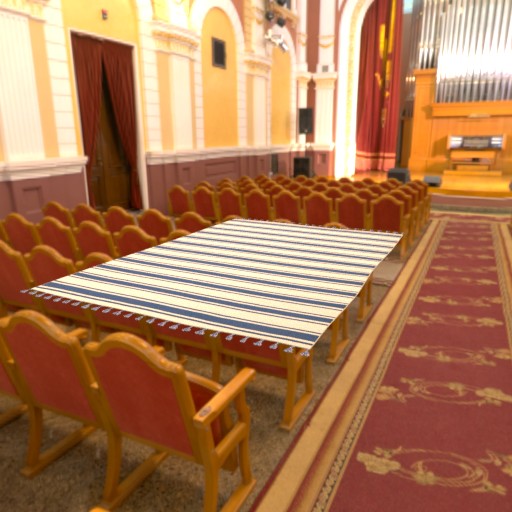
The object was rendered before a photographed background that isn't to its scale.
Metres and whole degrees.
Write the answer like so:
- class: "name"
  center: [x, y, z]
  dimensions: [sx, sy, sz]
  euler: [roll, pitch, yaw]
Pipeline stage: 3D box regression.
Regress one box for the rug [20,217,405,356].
- class: "rug"
  center: [0.000, 0.000, 2.901]
  dimensions: [1.544, 0.010, 2.315]
  euler: [8, 17, 25]
